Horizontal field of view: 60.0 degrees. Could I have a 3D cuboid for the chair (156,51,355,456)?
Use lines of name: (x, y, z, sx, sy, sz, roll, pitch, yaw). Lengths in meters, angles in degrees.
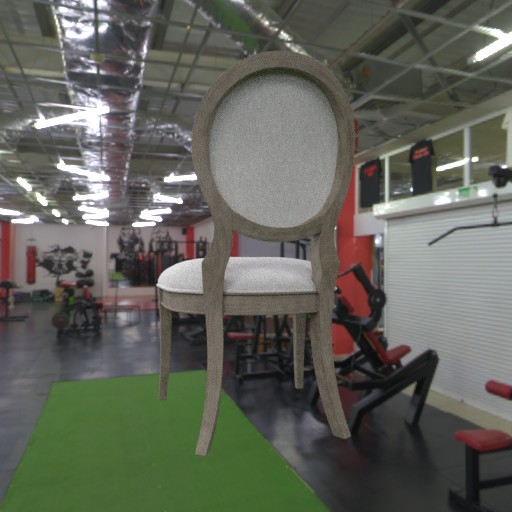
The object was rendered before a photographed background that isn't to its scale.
chair: (0.000, 0.000, 1.342, 0.558, 0.990, 0.602, 0, -1, -16)
